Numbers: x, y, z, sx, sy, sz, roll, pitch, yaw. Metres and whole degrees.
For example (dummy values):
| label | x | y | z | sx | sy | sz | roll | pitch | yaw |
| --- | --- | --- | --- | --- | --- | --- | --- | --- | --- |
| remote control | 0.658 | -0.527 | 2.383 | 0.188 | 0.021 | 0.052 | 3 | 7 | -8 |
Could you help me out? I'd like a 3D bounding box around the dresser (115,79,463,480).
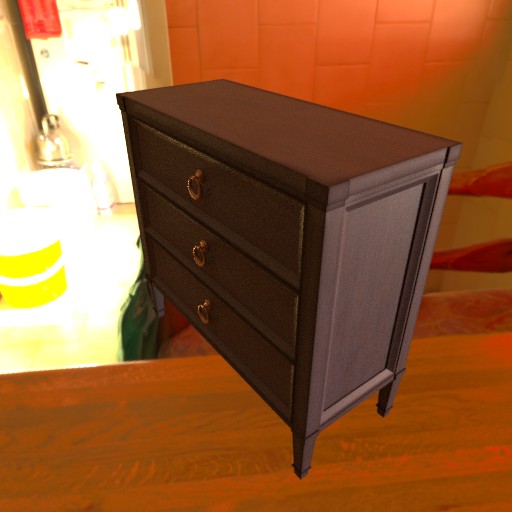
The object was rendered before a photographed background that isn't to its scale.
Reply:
| label | x | y | z | sx | sy | sz | roll | pitch | yaw |
| --- | --- | --- | --- | --- | --- | --- | --- | --- | --- |
| dresser | 0.000 | 0.000 | 1.566 | 0.463 | 0.986 | 1.049 | -22 | 38 | -31 |
